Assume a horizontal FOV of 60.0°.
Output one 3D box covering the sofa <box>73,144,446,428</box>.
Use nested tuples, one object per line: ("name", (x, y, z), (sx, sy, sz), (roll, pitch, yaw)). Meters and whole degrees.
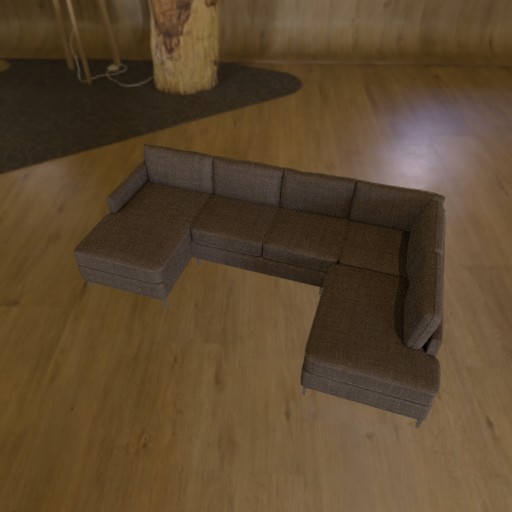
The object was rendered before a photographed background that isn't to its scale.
("sofa", (0.000, 0.000, 4.273), (3.423, 0.999, 2.048), (13, 44, 13))
